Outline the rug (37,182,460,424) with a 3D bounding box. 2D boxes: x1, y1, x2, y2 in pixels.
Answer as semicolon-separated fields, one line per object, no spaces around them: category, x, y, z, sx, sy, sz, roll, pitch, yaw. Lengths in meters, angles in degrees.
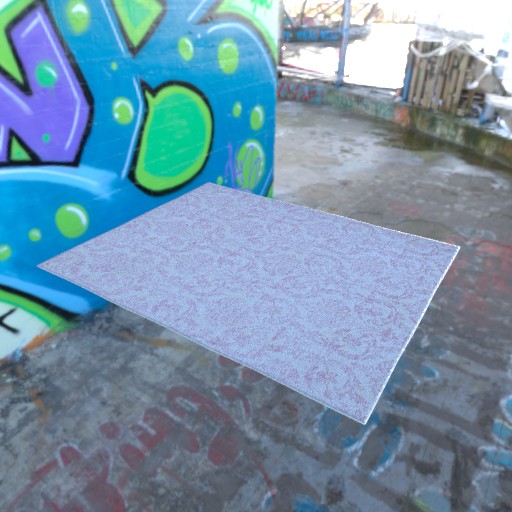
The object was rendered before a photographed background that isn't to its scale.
rug;0.000;0.000;3.966;2.980;0.012;2.363;19;35;28
